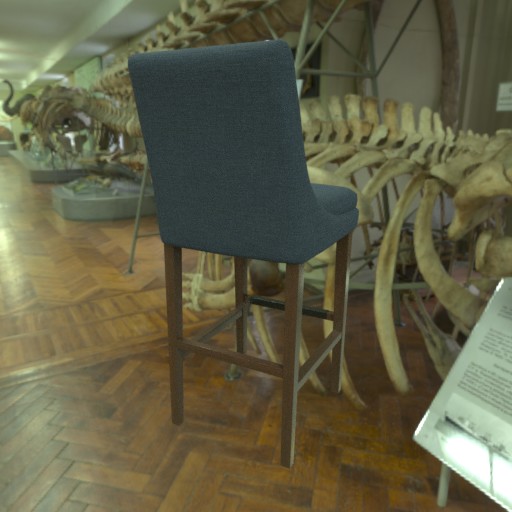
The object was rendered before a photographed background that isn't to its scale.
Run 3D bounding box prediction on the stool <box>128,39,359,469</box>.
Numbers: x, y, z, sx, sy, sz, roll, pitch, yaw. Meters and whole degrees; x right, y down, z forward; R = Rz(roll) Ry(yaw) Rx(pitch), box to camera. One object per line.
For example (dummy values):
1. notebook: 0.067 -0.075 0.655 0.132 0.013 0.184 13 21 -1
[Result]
1. stool: 0.000 0.000 1.326 0.470 1.078 0.577 9 19 27
